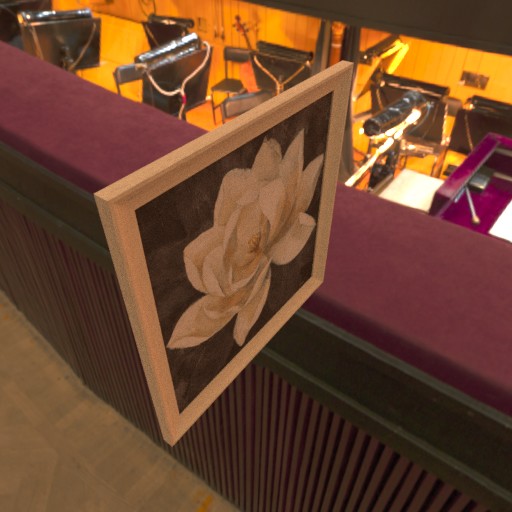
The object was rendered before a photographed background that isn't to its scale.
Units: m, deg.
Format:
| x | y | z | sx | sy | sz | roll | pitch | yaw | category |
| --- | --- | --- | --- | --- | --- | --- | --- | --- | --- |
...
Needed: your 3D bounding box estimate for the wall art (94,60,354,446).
| x | y | z | sx | sy | sz | roll | pitch | yaw | category |
| --- | --- | --- | --- | --- | --- | --- | --- | --- | --- |
| 0.000 | 0.000 | 1.509 | 0.045 | 1.016 | 1.016 | 26 | 48 | 27 | wall art |
